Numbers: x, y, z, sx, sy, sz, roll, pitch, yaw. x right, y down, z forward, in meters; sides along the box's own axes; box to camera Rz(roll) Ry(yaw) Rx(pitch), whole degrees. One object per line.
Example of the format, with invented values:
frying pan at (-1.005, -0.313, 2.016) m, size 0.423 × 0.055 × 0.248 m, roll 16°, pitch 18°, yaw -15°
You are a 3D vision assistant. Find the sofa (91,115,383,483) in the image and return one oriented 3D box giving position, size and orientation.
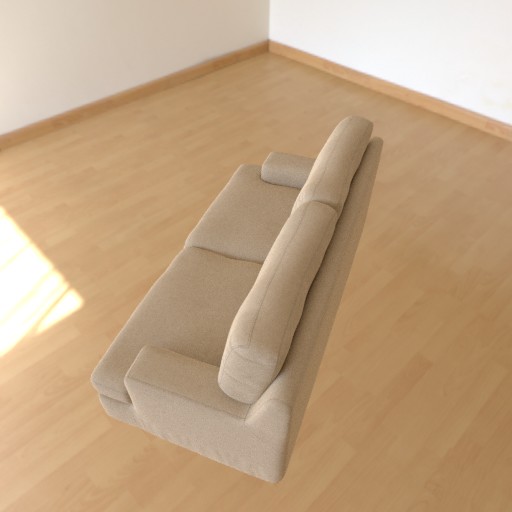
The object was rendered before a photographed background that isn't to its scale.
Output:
sofa at (0.000, 0.000, 2.413) m, size 0.962 × 0.967 × 1.885 m, roll 15°, pitch 47°, yaw 15°
